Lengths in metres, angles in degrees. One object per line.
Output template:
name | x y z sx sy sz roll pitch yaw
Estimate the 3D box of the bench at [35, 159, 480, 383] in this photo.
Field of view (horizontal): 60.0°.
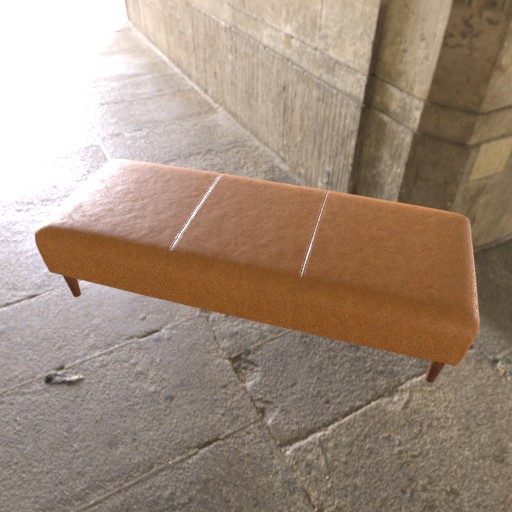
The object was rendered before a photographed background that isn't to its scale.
bench | 0.000 0.000 1.833 1.610 0.399 0.653 11 43 12
